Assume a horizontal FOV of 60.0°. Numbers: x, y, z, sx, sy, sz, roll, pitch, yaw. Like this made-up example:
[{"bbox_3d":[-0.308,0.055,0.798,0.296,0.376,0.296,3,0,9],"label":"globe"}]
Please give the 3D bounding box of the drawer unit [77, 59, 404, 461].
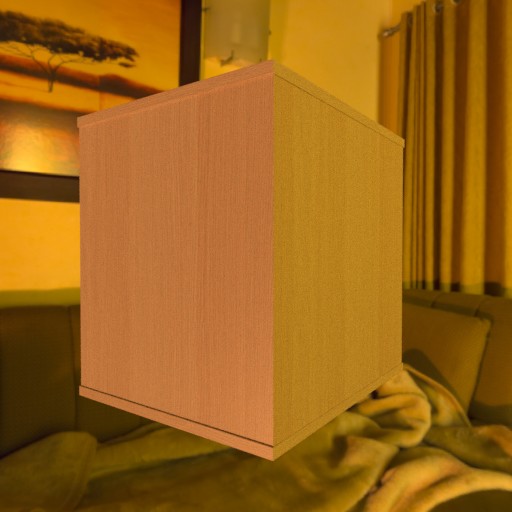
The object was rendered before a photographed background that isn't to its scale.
[{"bbox_3d":[0.000,0.000,0.604,0.290,0.344,0.349,1,1,36],"label":"drawer unit"}]
